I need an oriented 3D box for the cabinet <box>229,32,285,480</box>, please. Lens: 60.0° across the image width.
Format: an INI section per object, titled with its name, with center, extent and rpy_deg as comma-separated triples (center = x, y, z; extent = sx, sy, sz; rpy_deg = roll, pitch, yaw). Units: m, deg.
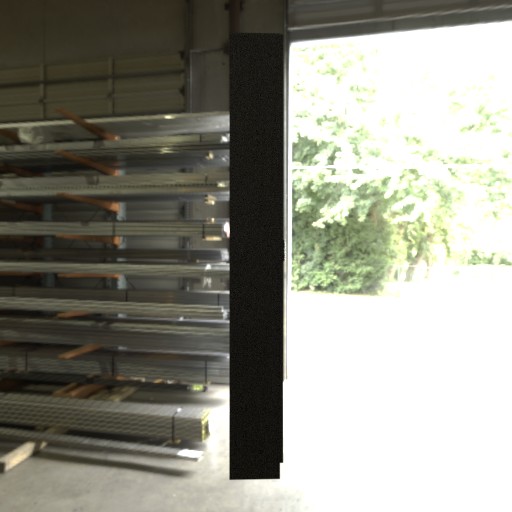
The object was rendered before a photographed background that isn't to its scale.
[cabinet]
center = 0.000, 0.000, 2.027
extent = 0.230, 1.790, 0.500
rpy_deg = 0, 0, -2
